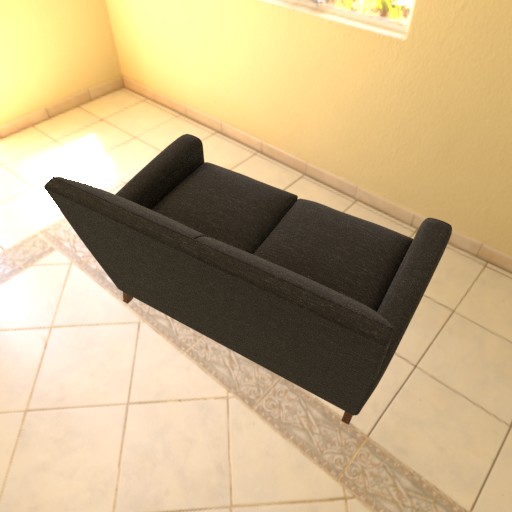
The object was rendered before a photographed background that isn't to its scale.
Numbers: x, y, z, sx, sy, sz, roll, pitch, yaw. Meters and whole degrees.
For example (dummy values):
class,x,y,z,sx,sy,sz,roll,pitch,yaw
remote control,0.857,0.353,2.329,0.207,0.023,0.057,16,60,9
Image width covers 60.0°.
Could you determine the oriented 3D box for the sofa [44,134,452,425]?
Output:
class,x,y,z,sx,sy,sz,roll,pitch,yaw
sofa,0.000,0.000,1.975,1.420,0.846,0.875,24,51,21
